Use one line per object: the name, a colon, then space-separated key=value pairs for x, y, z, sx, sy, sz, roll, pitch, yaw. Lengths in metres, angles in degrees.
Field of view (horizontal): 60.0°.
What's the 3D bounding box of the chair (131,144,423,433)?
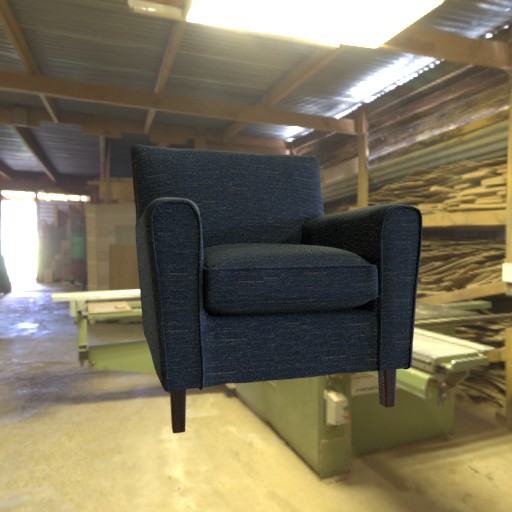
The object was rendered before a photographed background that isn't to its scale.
chair: x=0.000 y=0.000 z=1.622 sx=0.864 sy=0.928 sz=0.873 roll=0 pitch=2 yaw=-17
